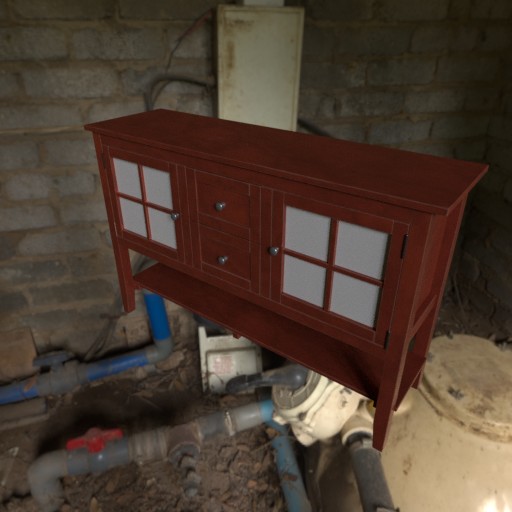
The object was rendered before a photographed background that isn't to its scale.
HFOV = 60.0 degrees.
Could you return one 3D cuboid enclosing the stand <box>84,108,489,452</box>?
[{"bbox_3d":[0.000,0.000,1.695,1.362,0.872,0.410,20,35,31],"label":"stand"}]
